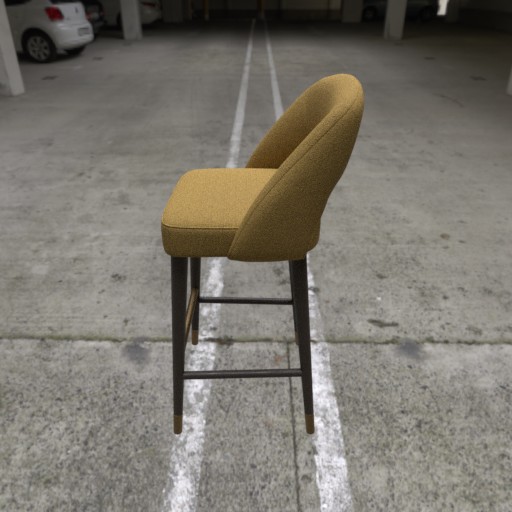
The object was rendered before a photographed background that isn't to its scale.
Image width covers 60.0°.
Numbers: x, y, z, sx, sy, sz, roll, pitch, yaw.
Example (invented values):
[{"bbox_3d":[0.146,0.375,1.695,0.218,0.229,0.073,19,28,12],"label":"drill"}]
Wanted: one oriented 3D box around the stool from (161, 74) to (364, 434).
[{"bbox_3d":[0.000,0.000,1.360,0.522,1.032,0.536,0,28,0],"label":"stool"}]
